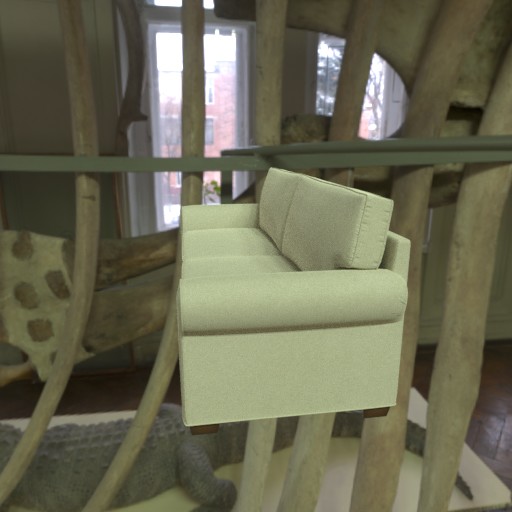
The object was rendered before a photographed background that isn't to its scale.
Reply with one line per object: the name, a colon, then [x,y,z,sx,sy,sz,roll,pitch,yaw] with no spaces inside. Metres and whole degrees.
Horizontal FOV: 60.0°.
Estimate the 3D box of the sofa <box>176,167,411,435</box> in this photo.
sofa: [0.000,0.000,2.652,0.901,0.962,2.146,-2,14,-9]
